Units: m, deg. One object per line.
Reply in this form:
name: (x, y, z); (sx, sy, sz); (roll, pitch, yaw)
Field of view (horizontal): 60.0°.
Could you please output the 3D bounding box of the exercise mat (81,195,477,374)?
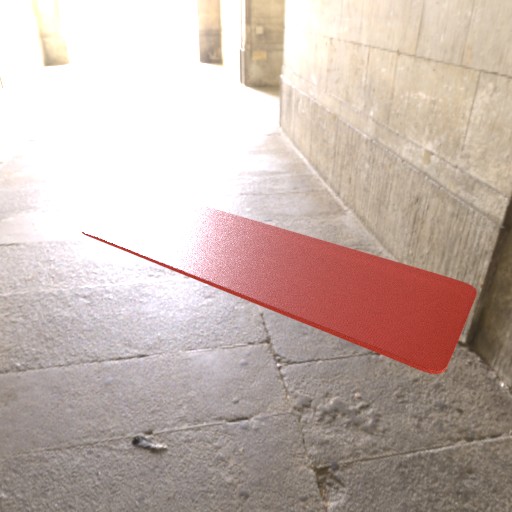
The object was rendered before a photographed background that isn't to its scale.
exercise mat: (0.000, 0.000, 2.098); (1.869, 0.021, 0.616); (19, 35, 29)
